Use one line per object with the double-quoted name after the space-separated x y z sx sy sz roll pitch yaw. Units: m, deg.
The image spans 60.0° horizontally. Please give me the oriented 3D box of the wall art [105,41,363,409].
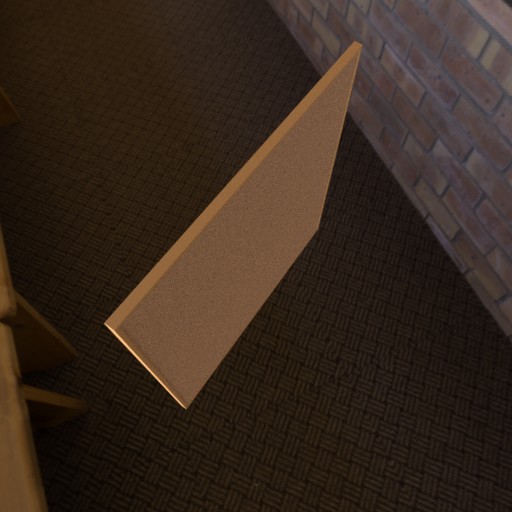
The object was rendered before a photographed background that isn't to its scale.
0.000 0.000 0.679 0.013 0.455 0.457 32 67 15 "wall art"
